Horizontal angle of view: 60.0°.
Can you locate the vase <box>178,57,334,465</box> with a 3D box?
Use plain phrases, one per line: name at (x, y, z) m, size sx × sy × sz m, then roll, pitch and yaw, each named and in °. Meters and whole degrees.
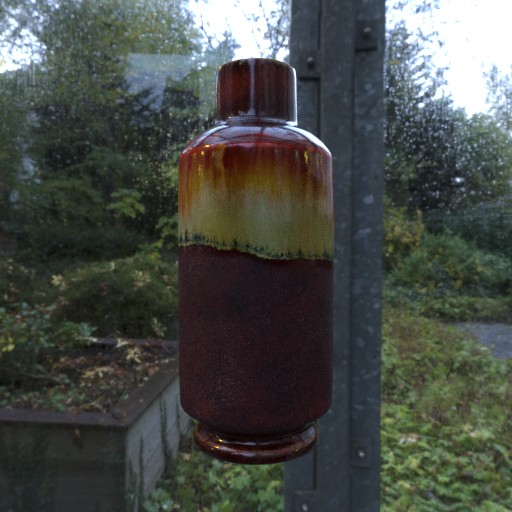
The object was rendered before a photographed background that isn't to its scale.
vase at (0.000, 0.000, 0.320) m, size 0.111 × 0.261 × 0.111 m, roll 0°, pitch 1°, yaw 0°
